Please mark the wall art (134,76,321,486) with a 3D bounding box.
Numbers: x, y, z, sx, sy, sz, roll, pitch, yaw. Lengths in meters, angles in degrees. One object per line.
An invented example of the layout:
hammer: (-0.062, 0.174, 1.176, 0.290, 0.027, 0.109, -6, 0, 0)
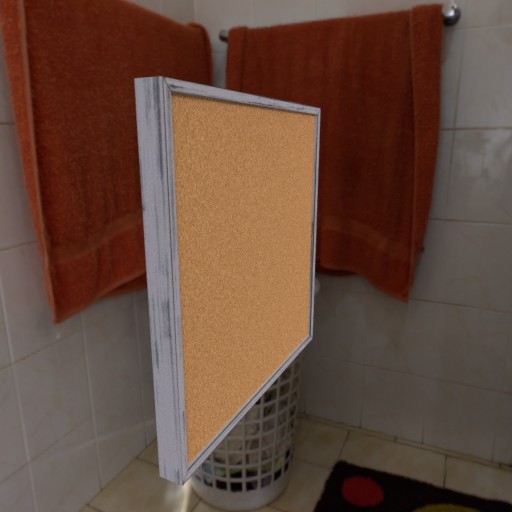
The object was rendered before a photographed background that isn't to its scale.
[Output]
wall art: (0.000, 0.000, 0.748, 0.038, 0.506, 0.506, 7, 16, 26)
